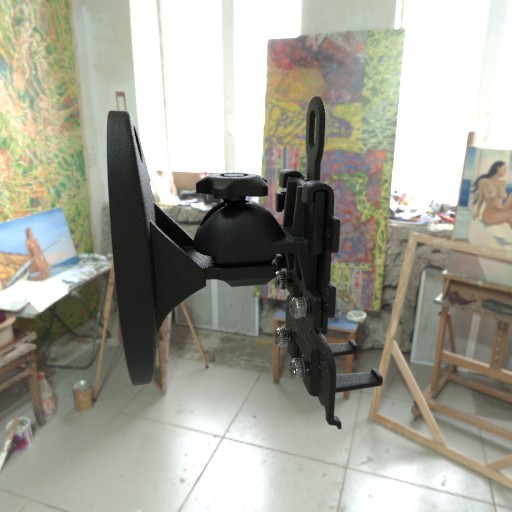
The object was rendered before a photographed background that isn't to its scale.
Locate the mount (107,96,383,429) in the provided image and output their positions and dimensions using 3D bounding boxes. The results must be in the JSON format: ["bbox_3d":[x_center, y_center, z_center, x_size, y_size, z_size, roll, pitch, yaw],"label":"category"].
[{"bbox_3d":[0.000,0.000,0.173,0.100,0.118,0.066,-3,18,-10],"label":"mount"}]
